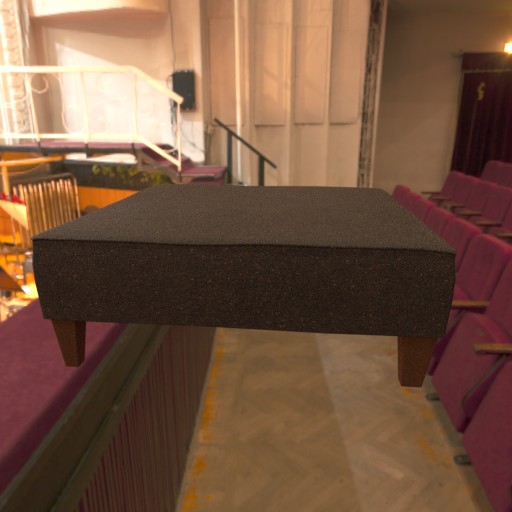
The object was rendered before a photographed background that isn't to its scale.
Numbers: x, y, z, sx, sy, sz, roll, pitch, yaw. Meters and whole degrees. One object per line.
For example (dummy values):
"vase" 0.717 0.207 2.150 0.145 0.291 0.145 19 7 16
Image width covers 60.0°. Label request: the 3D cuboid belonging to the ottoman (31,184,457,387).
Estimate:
"ottoman" 0.000 0.000 1.517 1.004 0.382 0.968 2 17 6
